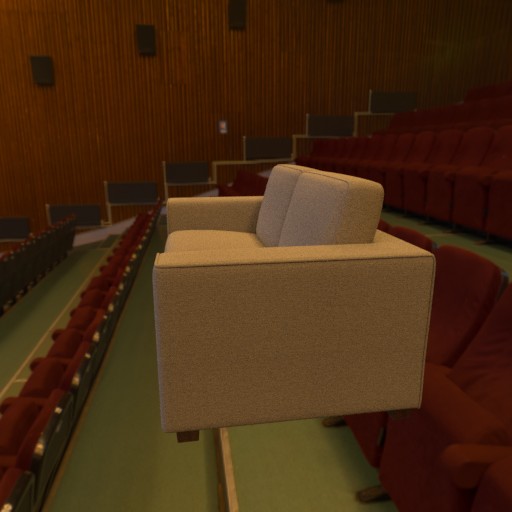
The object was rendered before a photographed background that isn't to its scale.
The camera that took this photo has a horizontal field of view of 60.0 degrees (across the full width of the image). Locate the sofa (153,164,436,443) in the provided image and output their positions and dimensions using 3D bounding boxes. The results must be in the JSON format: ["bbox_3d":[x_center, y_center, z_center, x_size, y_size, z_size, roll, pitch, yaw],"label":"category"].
[{"bbox_3d":[0.000,0.000,2.412,1.007,0.924,1.812,-2,15,-9],"label":"sofa"}]
